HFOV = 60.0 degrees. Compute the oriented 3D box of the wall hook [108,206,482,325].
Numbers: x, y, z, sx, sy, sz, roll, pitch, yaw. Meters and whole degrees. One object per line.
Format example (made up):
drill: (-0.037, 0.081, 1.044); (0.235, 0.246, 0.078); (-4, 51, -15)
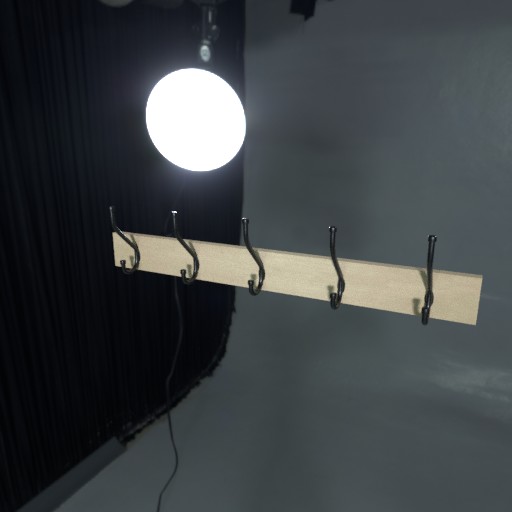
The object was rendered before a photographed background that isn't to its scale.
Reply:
wall hook: (0.000, 0.000, 0.625); (0.571, 0.117, 0.071); (7, 17, 25)
